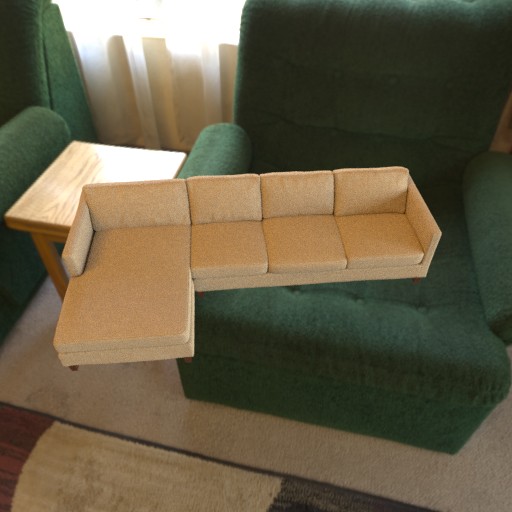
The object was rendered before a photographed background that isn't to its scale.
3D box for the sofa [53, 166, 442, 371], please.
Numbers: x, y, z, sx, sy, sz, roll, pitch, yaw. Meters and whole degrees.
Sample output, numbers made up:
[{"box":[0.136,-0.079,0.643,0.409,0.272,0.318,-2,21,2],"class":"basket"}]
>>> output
[{"box":[0.000,0.000,3.925,3.186,0.846,1.625,-3,46,-3],"class":"sofa"}]
